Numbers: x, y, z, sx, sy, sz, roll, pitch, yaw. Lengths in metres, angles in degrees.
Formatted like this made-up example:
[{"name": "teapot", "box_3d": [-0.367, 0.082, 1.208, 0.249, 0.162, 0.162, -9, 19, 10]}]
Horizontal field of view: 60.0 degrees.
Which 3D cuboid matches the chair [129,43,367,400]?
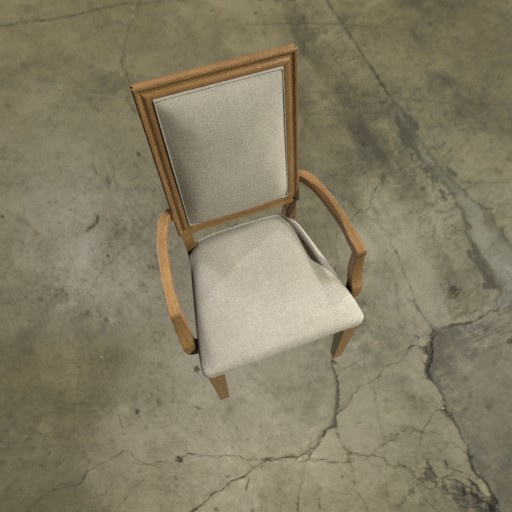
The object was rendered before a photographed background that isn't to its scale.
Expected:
[{"name": "chair", "box_3d": [0.000, 0.000, 1.392, 0.606, 0.990, 0.602, -18, 66, -9]}]
